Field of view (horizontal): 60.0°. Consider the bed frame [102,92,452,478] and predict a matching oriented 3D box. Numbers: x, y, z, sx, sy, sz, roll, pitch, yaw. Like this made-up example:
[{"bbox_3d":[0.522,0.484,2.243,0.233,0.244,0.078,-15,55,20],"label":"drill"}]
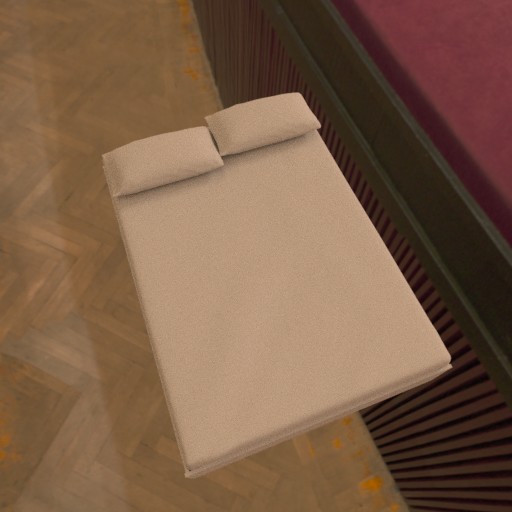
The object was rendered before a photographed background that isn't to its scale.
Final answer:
[{"bbox_3d":[0.000,0.000,2.612,1.450,0.629,1.950,-19,64,-9],"label":"bed frame"}]
